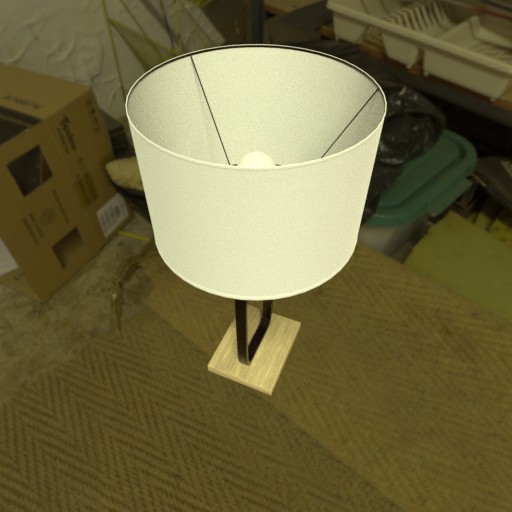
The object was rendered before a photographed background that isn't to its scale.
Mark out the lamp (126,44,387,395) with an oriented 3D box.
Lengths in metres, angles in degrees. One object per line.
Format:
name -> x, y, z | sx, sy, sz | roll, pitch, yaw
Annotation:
lamp -> 0.000, 0.000, 0.665 | 0.279, 0.508, 0.279 | 17, 48, 16
